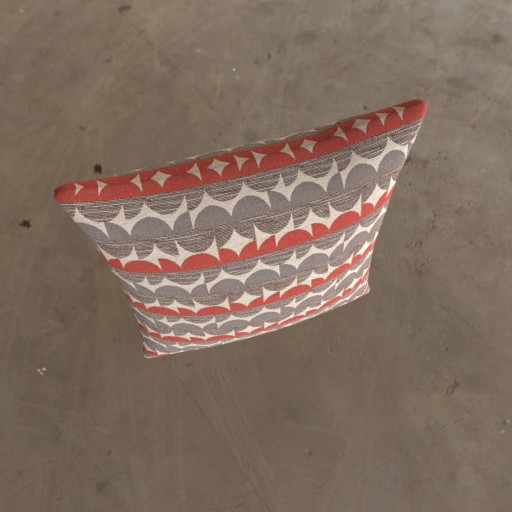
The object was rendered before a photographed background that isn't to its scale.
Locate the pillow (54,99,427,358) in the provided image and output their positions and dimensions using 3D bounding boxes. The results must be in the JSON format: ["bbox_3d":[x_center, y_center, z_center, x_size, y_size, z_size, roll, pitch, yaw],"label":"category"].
[{"bbox_3d":[0.000,0.000,0.632,0.420,0.410,0.180,-16,63,-8],"label":"pillow"}]
